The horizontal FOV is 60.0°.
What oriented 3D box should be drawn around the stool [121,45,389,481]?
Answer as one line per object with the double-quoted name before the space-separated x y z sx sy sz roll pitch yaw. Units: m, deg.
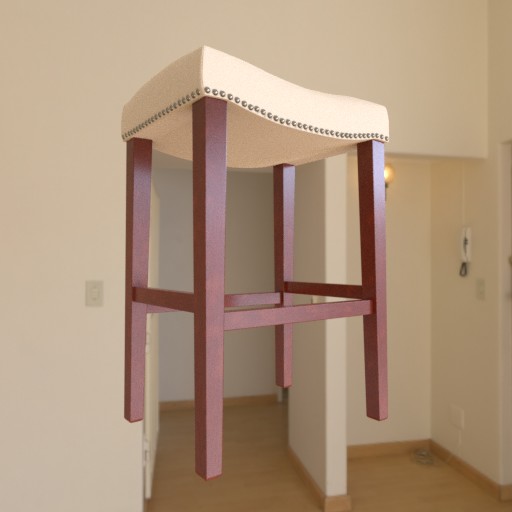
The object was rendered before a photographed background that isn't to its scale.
"stool" 0.000 0.000 1.012 0.504 0.742 0.372 0 -1 -37
